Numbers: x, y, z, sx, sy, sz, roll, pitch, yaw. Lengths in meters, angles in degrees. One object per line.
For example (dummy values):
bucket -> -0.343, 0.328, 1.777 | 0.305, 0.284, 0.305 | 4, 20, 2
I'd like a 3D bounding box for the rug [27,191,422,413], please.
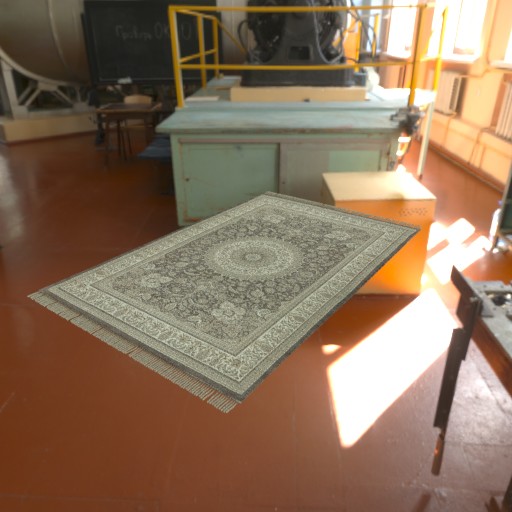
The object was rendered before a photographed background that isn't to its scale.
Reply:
rug -> 0.000, 0.000, 4.277 | 2.143, 0.015, 3.422 | 18, 31, 32
